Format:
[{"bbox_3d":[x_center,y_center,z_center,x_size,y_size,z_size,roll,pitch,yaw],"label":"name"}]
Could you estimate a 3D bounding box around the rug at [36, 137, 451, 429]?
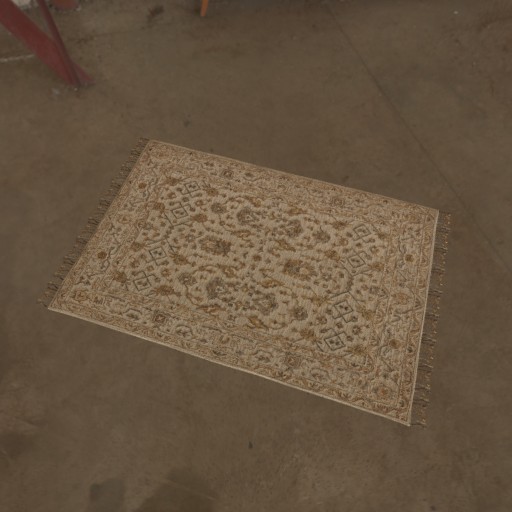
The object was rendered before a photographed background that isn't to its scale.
[{"bbox_3d":[0.000,0.000,2.960,2.434,0.027,1.529,16,61,9],"label":"rug"}]
